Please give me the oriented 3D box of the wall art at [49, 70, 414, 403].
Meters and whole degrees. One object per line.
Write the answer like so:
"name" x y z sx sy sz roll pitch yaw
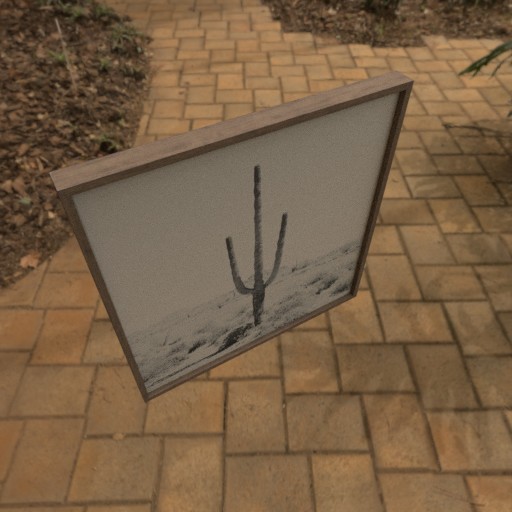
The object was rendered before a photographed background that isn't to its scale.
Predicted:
"wall art" 0.000 0.000 0.752 0.508 0.508 0.038 -23 51 -20
